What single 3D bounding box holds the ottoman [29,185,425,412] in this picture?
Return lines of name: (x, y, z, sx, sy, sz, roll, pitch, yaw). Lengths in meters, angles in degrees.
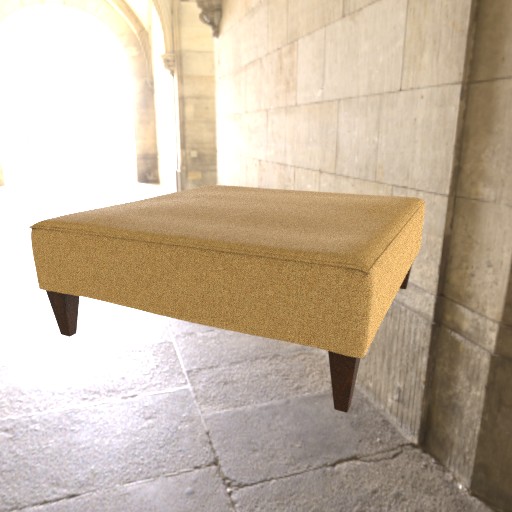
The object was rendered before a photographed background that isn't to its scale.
ottoman: (0.000, 0.000, 1.501, 0.970, 0.378, 0.981, 8, 17, 25)
